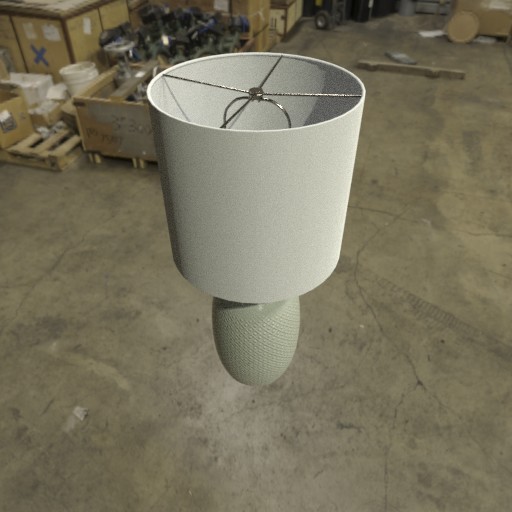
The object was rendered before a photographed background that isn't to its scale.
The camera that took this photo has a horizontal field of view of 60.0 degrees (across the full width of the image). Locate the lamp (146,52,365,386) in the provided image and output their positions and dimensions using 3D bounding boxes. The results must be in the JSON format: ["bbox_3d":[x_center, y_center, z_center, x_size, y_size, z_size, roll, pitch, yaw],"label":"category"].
[{"bbox_3d":[0.000,0.000,0.592,0.217,0.453,0.217,11,42,13],"label":"lamp"}]
